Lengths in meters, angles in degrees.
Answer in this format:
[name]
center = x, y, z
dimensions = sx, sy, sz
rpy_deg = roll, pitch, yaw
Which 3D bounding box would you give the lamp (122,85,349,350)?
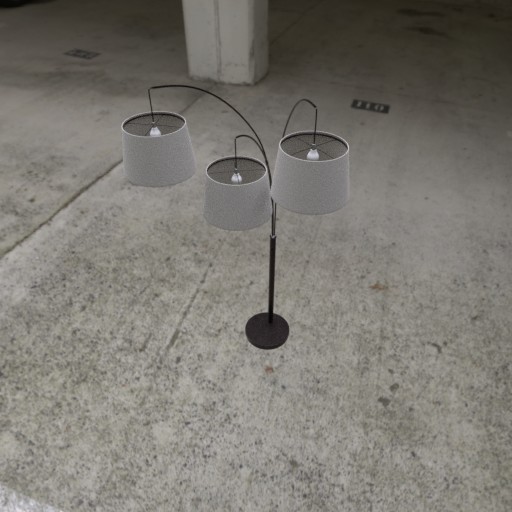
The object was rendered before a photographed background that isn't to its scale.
[lamp]
center = 0.000, 0.000, 2.436
dimensions = 0.951, 1.950, 0.924
rpy_deg = 12, 41, 14
